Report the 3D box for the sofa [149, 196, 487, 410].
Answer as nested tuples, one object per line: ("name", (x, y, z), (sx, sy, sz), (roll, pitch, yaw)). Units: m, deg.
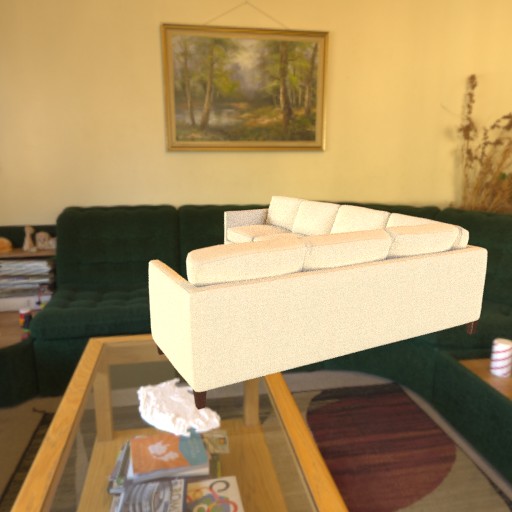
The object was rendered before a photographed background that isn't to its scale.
("sofa", (0.000, 0.000, 4.470), (2.593, 0.947, 3.302), (-7, 15, -27))
